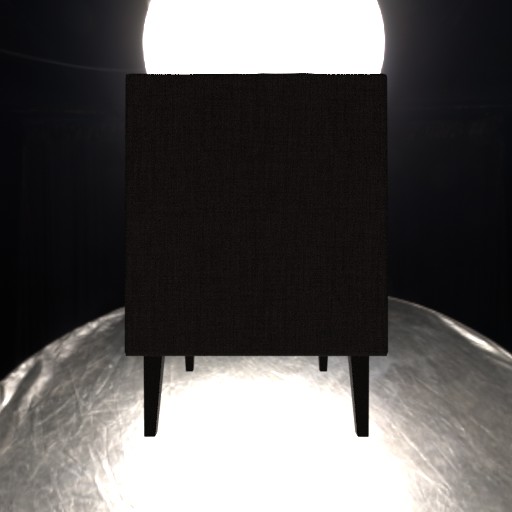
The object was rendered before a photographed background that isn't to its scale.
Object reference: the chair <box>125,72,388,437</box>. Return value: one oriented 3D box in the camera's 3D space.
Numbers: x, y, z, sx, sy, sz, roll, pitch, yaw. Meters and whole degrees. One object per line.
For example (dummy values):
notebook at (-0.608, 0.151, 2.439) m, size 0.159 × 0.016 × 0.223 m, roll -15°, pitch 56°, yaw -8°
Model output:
chair at (0.000, 0.000, 1.434) m, size 0.655 × 0.891 × 0.771 m, roll 0°, pitch -1°, yaw 0°
